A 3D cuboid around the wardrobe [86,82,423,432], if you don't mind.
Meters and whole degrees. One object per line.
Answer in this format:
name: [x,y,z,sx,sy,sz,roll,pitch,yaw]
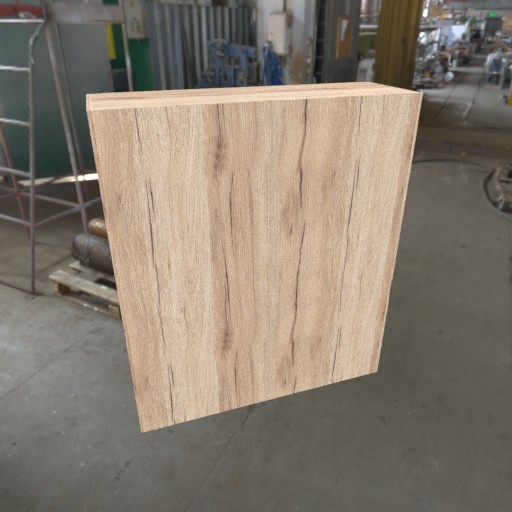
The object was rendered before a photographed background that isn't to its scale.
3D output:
wardrobe: [0.000,0.000,2.977,1.810,2.070,0.580,-9,29,-17]
